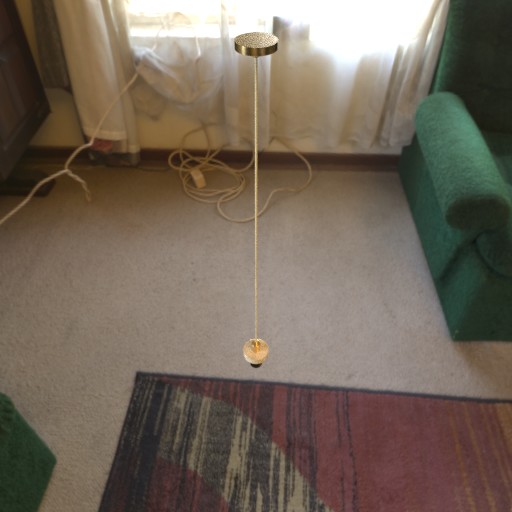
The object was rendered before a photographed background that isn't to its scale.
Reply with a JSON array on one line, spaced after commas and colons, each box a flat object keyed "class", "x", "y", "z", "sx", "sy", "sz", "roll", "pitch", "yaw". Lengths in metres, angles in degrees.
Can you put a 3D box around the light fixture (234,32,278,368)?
[{"class": "light fixture", "x": 0.000, "y": 0.000, "z": 1.801, "sx": 0.129, "sy": 1.669, "sz": 0.129, "roll": -10, "pitch": 46, "yaw": -10}]
